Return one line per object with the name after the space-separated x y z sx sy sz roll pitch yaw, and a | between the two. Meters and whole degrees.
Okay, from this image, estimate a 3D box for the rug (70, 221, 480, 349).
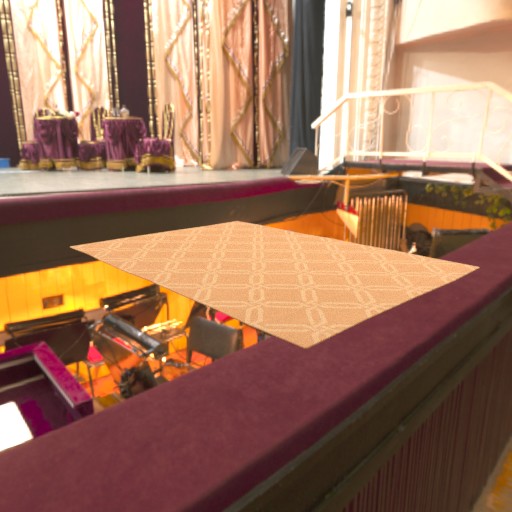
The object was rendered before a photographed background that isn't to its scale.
0.000 0.000 2.770 1.524 0.013 2.135 -13 19 -41 | rug
